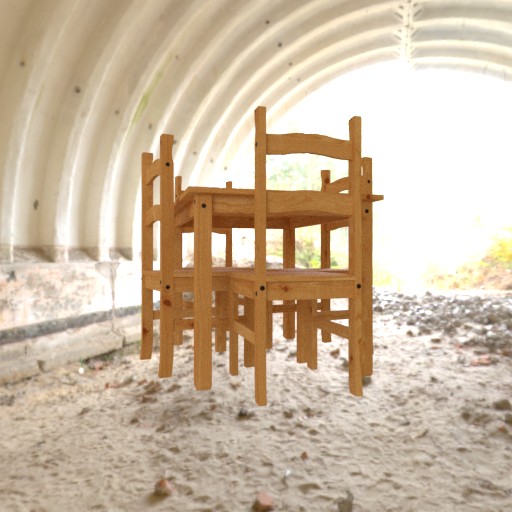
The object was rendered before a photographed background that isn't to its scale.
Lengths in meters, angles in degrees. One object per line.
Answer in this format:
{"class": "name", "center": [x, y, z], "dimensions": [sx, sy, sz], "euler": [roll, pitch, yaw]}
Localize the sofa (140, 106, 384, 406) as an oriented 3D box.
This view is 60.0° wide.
{"class": "sofa", "center": [0.000, 0.000, 2.262], "dimensions": [1.144, 1.000, 1.529], "euler": [0, 0, -16]}
